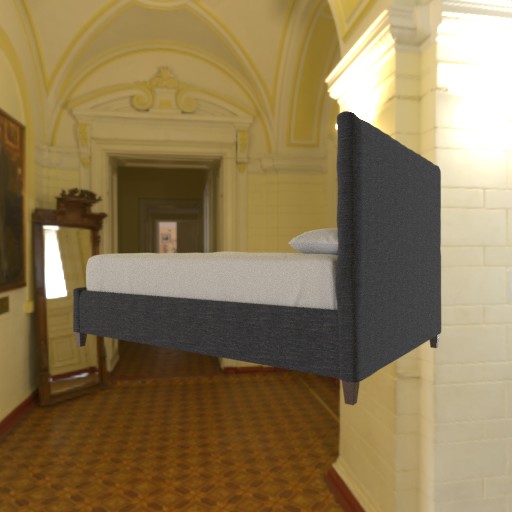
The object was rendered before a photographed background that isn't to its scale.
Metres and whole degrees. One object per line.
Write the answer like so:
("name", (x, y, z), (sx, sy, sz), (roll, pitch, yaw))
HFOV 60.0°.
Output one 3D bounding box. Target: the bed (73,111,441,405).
("bed", (0.000, 0.000, 3.482), (2.387, 1.427, 1.698), (0, 0, 36))
